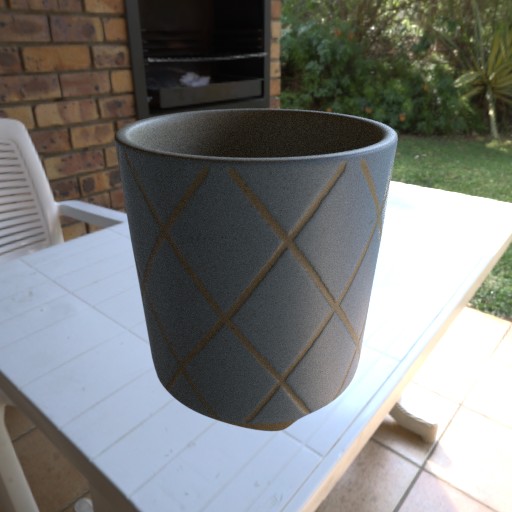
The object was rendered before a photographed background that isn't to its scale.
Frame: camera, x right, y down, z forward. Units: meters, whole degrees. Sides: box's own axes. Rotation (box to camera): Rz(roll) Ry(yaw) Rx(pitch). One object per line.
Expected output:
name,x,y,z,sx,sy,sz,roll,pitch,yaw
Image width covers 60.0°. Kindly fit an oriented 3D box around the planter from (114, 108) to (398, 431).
planter,0.000,0.000,0.353,0.191,0.200,0.191,0,26,0
